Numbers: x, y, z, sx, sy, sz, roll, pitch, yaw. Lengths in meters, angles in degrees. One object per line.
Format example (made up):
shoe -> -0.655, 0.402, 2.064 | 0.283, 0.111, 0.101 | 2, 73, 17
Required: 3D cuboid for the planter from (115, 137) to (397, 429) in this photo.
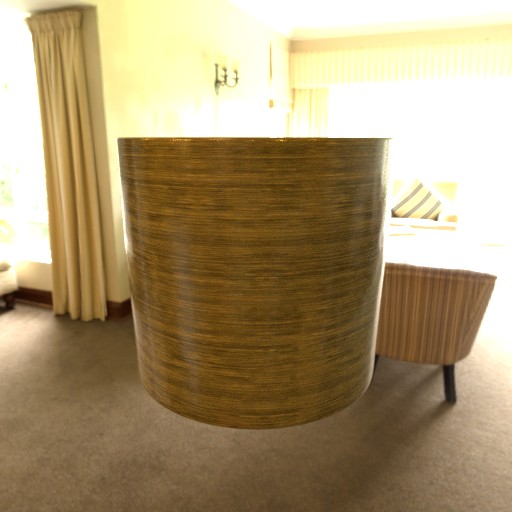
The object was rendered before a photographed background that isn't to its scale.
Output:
planter -> 0.000, 0.000, 0.390 | 0.221, 0.201, 0.221 | 0, 15, 0
